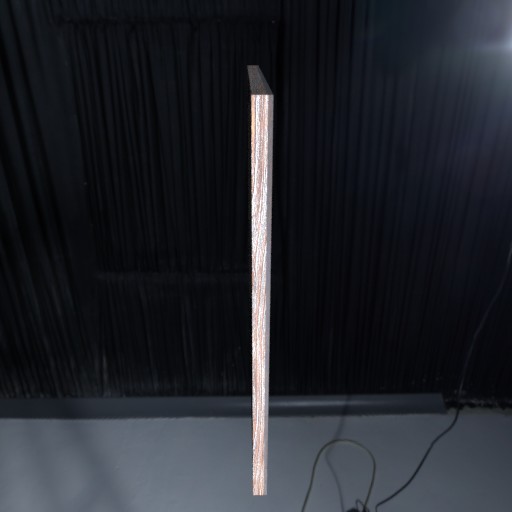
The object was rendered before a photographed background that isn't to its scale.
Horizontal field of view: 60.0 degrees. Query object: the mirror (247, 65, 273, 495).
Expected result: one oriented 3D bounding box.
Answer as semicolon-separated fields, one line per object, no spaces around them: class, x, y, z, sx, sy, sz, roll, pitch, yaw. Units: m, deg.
mirror;0.000;0.000;1.165;0.032;0.882;0.730;-1;26;-1
